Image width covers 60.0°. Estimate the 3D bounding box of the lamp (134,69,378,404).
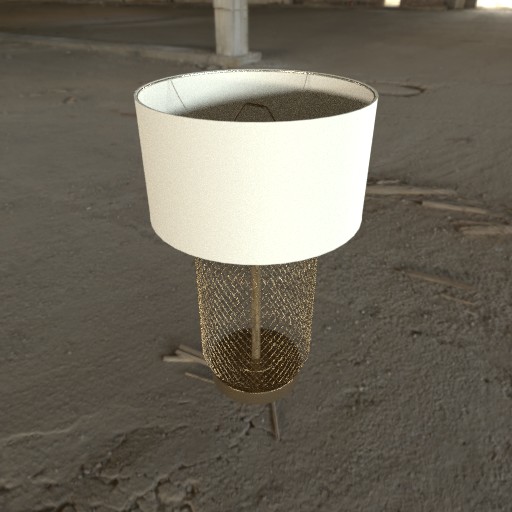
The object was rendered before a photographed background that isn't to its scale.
[{"bbox_3d":[0.000,0.000,0.807,0.353,0.578,0.353,0,32,0],"label":"lamp"}]
